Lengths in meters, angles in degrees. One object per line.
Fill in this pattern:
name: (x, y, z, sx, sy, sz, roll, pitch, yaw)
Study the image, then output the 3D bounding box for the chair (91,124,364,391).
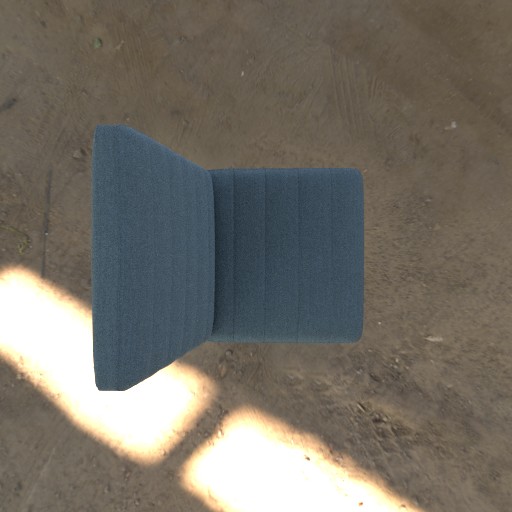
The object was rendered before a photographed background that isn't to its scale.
chair: (0.000, 0.000, 1.282, 0.634, 0.930, 0.520, 0, 91, 0)
